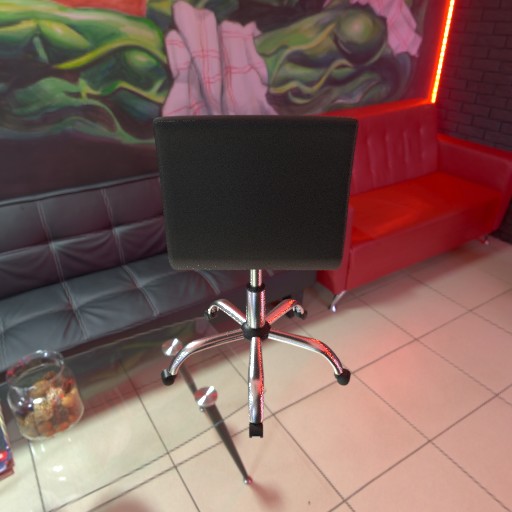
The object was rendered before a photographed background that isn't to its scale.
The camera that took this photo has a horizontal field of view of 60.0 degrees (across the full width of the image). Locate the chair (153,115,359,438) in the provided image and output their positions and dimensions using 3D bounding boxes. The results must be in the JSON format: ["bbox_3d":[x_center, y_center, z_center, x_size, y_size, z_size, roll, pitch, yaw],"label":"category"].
[{"bbox_3d":[0.000,0.000,1.158,0.556,0.780,0.530,0,30,0],"label":"chair"}]
